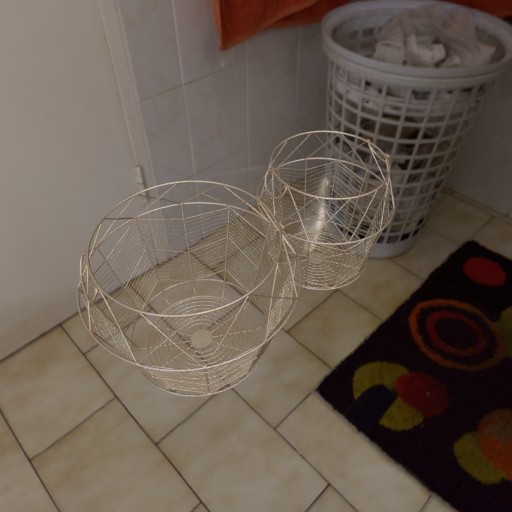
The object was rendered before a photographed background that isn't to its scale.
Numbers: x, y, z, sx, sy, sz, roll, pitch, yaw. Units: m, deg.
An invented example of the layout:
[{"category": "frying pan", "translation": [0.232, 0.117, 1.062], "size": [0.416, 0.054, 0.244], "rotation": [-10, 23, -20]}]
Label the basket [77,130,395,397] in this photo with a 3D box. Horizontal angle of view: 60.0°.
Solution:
[{"category": "basket", "translation": [0.000, 0.000, 1.041], "size": [0.805, 0.343, 0.451], "rotation": [-33, 54, -28]}]
